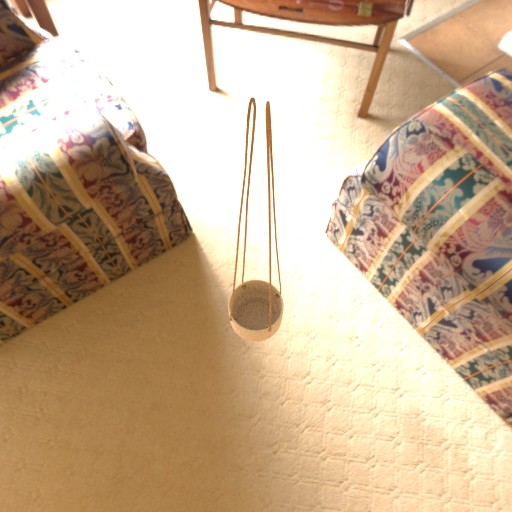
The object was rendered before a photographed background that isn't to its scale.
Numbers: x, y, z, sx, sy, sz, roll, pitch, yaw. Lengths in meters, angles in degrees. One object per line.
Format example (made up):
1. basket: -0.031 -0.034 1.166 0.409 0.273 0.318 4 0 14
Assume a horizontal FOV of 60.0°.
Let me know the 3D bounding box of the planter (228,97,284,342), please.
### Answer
1. planter: 0.000 0.000 0.900 0.146 0.841 0.146 14 65 7
